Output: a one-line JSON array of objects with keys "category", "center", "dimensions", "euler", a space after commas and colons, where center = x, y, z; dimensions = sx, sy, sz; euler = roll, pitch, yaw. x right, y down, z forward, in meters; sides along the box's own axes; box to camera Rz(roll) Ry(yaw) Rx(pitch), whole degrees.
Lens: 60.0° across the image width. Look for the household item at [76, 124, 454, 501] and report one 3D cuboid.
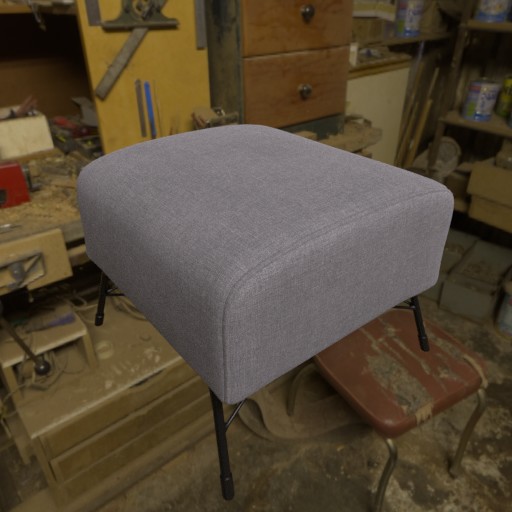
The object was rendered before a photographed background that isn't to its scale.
[{"category": "household item", "center": [0.000, 0.000, 0.872], "dimensions": [0.530, 0.410, 0.530], "euler": [-22, 37, -32]}]
